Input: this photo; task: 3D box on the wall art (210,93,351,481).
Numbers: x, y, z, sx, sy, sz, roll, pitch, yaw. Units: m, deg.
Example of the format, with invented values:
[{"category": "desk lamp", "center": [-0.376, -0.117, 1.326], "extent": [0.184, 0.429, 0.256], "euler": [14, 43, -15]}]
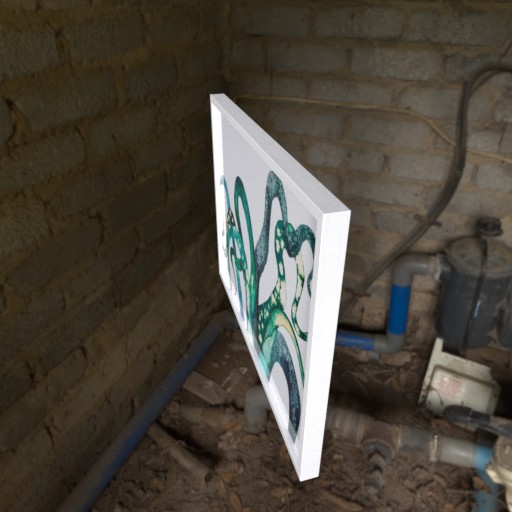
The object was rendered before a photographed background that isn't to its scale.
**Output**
[{"category": "wall art", "center": [0.000, 0.000, 1.409], "extent": [0.053, 0.787, 1.041], "euler": [-8, 32, -14]}]
